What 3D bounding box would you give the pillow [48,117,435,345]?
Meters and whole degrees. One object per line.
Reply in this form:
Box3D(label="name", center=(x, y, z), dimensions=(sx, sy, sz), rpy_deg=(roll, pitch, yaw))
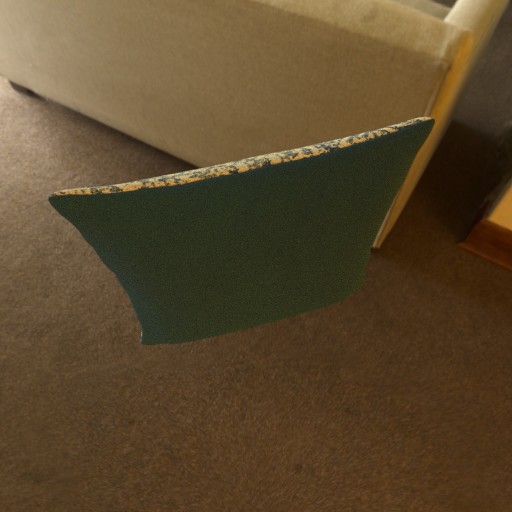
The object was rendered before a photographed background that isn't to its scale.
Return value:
Box3D(label="pillow", center=(0.000, 0.000, 0.786), dimensions=(0.523, 0.510, 0.166), rpy_deg=(-13, 59, -8))
